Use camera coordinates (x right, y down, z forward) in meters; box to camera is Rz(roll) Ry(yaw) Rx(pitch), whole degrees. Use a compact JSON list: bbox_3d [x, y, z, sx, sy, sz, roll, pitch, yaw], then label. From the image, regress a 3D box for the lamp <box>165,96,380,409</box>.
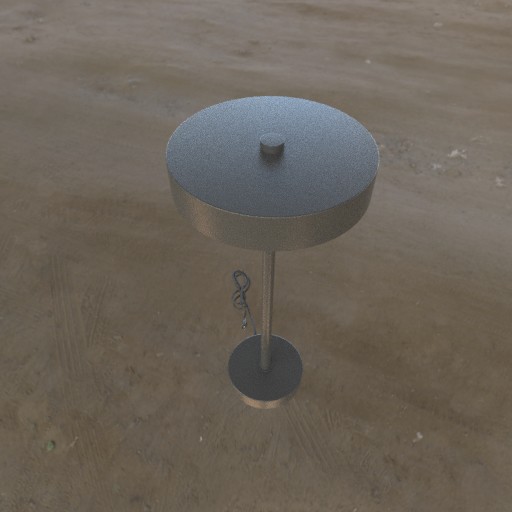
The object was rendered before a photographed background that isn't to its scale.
[{"bbox_3d":[0.000,0.000,0.704,0.229,0.508,0.369,-11,48,-10],"label":"lamp"}]
